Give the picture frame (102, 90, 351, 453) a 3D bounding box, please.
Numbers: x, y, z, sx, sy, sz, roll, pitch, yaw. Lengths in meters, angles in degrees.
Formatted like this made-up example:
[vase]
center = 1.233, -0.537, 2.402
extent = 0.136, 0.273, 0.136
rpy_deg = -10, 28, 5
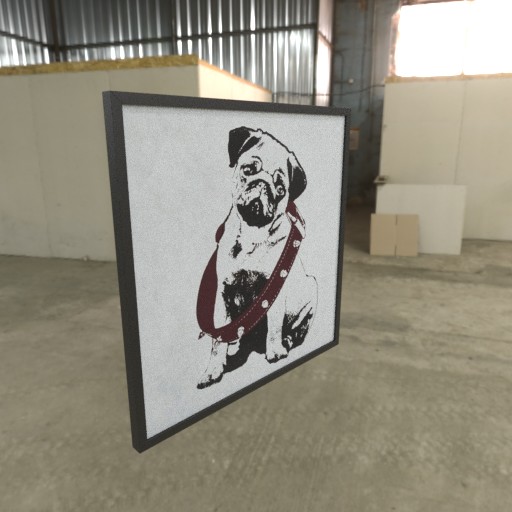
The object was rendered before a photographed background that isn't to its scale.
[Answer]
[picture frame]
center = 0.000, 0.000, 1.177
extent = 0.775, 0.775, 0.032
rpy_deg = -15, 21, -43
